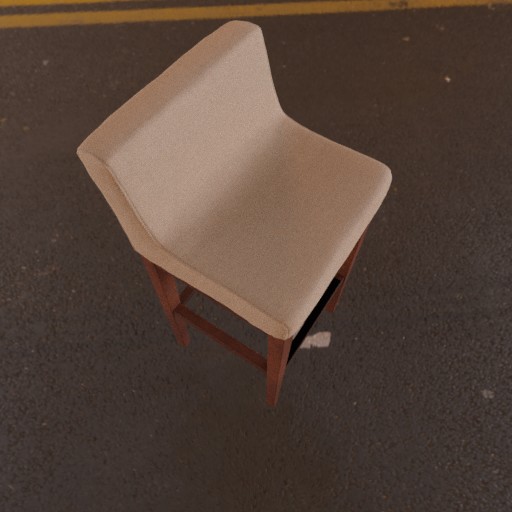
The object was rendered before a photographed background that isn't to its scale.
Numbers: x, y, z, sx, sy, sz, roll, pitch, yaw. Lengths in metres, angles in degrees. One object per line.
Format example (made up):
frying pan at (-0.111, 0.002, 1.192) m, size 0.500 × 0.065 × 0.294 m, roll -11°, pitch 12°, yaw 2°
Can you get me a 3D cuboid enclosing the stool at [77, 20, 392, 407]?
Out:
stool at (0.000, 0.000, 1.280) m, size 0.500 × 1.037 × 0.511 m, roll 30°, pitch 63°, yaw 17°
